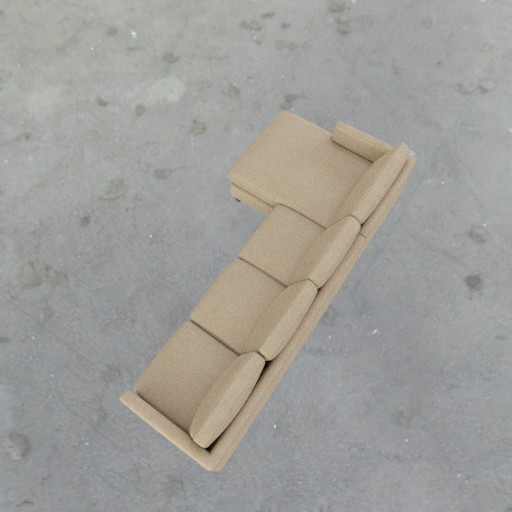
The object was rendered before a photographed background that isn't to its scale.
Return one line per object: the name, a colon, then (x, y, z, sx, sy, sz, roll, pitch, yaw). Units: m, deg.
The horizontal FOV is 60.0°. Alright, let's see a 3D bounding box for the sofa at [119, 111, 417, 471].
sofa: (0.000, 0.000, 3.919, 1.502, 0.876, 3.201, 32, 68, 15)
